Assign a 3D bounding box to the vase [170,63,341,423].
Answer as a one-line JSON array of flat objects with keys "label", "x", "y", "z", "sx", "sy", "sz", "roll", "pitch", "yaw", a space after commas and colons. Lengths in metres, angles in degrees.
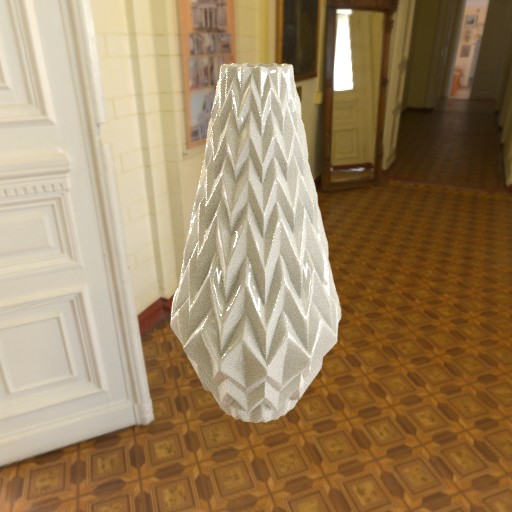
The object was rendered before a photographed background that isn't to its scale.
[{"label": "vase", "x": 0.000, "y": 0.000, "z": 0.413, "sx": 0.167, "sy": 0.328, "sz": 0.167, "roll": 0, "pitch": 26, "yaw": 0}]
